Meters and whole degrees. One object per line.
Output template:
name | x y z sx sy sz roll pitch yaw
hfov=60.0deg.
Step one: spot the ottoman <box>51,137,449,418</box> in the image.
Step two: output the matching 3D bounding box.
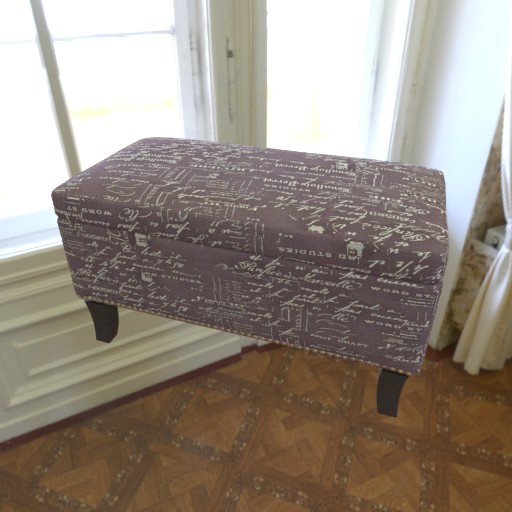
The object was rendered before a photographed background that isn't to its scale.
ottoman | 0.000 0.000 1.090 0.813 0.457 0.406 10 34 15
